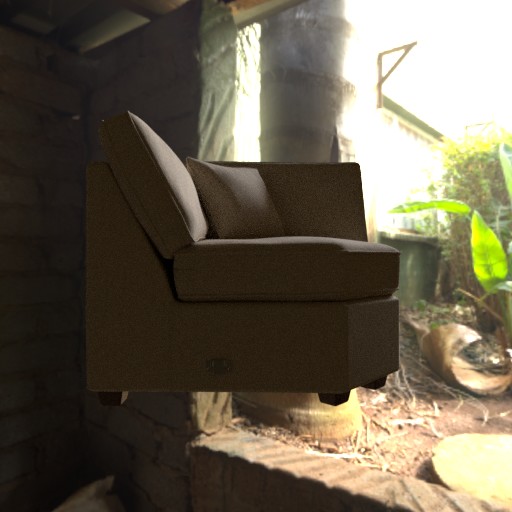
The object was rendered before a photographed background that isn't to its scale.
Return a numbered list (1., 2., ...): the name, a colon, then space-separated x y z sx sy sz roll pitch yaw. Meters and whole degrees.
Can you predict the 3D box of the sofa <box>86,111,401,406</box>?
1. sofa: 0.000 0.000 1.807 1.042 0.937 1.050 0 0 0
